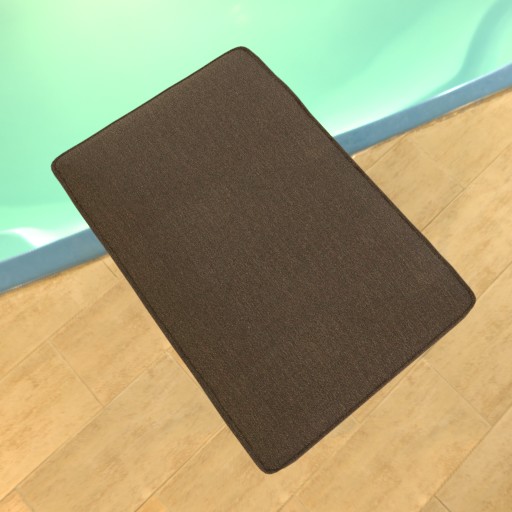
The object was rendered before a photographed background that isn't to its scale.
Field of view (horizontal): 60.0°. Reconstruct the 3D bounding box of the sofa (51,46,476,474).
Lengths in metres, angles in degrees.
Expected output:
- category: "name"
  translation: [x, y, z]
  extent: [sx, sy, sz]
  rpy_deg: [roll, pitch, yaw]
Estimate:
- category: "sofa"
  translation: [0.000, 0.000, 1.166]
  extent: [0.578, 0.457, 0.854]
  rpy_deg: [-36, 77, -10]
